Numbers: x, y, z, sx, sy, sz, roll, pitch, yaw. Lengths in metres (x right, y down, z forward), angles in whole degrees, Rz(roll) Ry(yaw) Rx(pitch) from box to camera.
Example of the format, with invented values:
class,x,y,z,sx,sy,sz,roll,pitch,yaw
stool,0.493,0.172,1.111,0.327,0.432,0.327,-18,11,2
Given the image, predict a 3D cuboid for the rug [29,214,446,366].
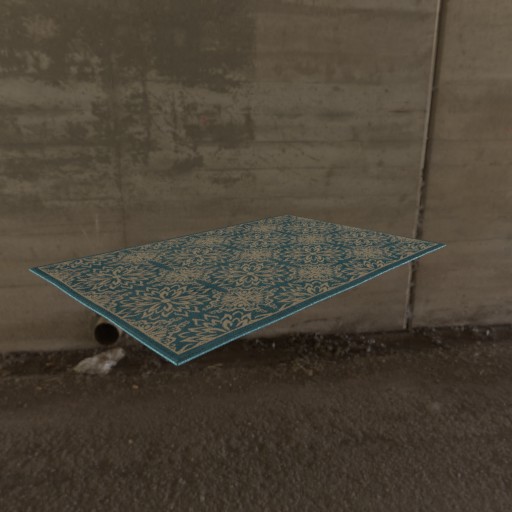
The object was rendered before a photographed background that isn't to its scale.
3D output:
class,x,y,z,sx,sy,sz,roll,pitch,yaw
rug,0.000,0.000,2.305,1.833,0.012,1.211,-16,23,-42
